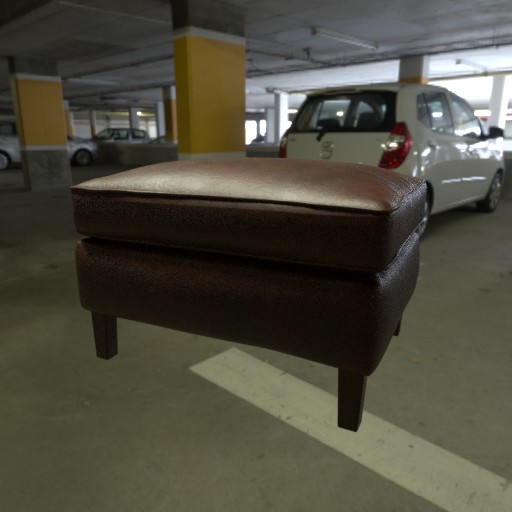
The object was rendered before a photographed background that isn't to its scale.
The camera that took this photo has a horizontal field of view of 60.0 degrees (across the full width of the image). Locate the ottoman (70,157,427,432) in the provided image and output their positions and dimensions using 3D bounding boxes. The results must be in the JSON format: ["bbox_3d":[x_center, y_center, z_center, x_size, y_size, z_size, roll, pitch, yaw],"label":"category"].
[{"bbox_3d":[0.000,0.000,1.001,0.665,0.432,0.501,8,17,25],"label":"ottoman"}]
